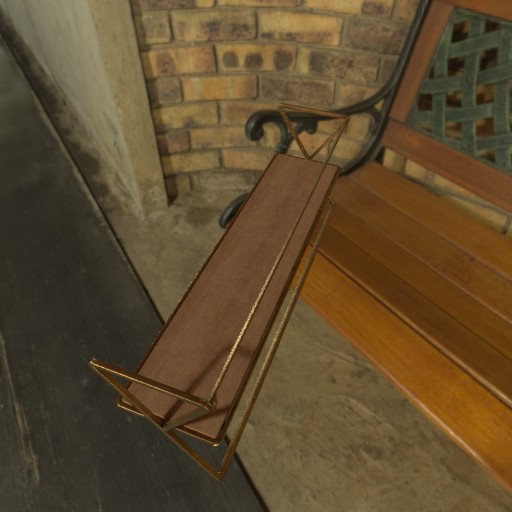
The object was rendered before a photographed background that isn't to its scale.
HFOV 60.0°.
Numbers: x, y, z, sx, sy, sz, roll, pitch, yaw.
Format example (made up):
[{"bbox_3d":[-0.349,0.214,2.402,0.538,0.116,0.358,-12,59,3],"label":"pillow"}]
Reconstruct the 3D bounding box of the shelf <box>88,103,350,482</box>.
[{"bbox_3d":[0.000,0.000,0.759,0.150,0.229,0.645,15,48,15],"label":"shelf"}]
